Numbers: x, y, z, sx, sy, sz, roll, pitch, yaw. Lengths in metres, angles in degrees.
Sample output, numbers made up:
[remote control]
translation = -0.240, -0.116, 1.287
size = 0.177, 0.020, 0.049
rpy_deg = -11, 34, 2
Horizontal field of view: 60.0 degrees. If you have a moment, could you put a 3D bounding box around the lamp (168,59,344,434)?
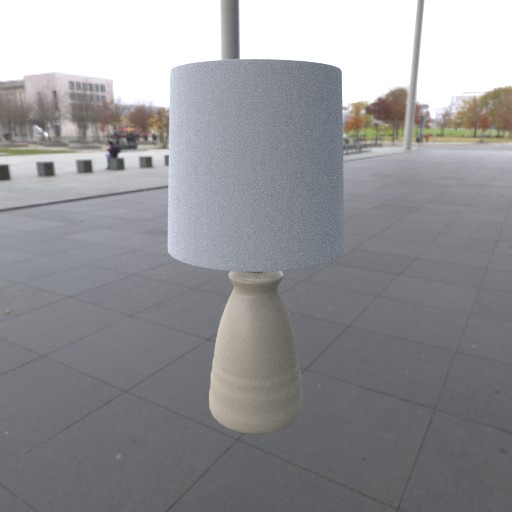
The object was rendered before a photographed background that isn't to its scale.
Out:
[lamp]
translation = 0.000, 0.000, 0.479
size = 0.186, 0.369, 0.186
rpy_deg = 0, 15, 0
